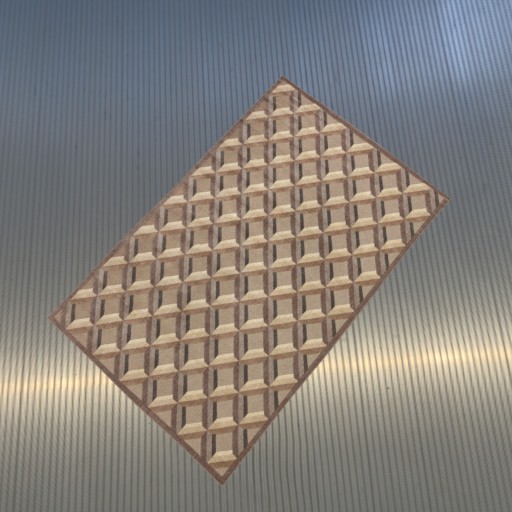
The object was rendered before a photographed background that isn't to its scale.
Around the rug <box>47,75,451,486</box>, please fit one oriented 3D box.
[{"bbox_3d":[0.000,0.000,2.074,1.066,0.011,1.677,40,79,10],"label":"rug"}]
